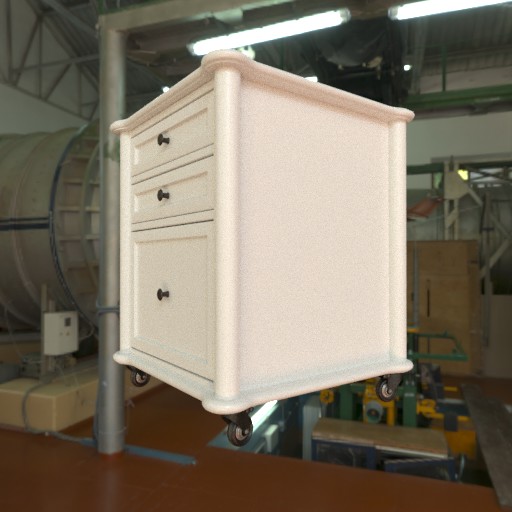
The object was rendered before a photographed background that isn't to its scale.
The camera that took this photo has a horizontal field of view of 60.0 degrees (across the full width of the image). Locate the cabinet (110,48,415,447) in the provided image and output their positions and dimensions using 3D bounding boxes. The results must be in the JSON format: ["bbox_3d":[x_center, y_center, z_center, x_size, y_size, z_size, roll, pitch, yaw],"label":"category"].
[{"bbox_3d":[0.000,0.000,1.223,0.627,0.761,0.628,0,-1,-37],"label":"cabinet"}]
